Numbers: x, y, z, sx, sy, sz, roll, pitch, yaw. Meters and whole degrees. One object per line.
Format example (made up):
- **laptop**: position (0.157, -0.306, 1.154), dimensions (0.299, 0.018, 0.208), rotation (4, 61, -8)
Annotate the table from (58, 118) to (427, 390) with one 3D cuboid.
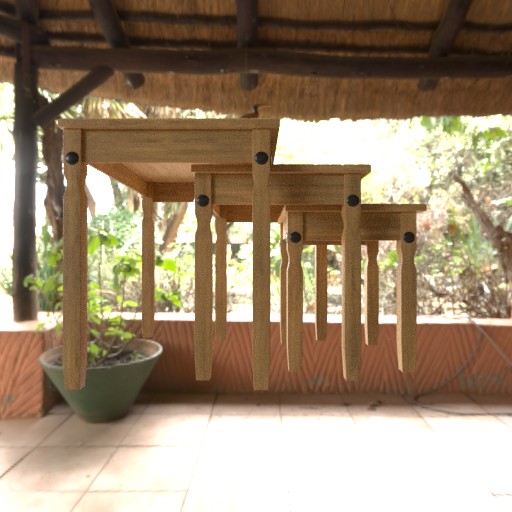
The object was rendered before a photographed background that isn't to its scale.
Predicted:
- **table**: position (0.000, 0.000, 1.193), dimensions (0.773, 0.535, 0.660), rotation (0, 0, 0)
